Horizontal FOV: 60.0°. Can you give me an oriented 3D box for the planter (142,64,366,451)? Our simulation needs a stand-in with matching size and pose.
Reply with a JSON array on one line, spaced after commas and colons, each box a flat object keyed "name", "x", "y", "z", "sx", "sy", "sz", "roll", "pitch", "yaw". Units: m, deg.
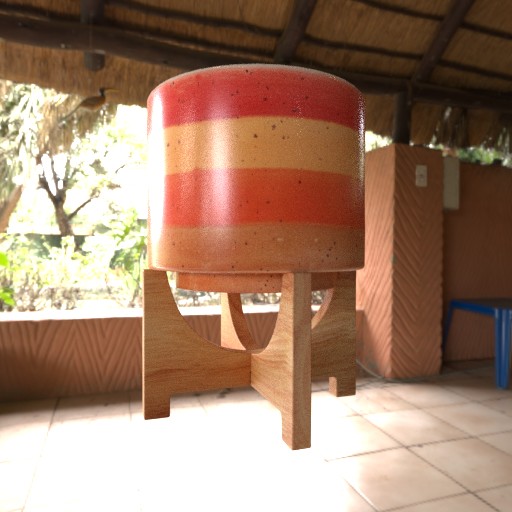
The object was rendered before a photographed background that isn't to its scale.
[{"name": "planter", "x": 0.000, "y": 0.000, "z": 0.400, "sx": 0.199, "sy": 0.268, "sz": 0.199, "roll": 0, "pitch": 0, "yaw": 0}]
